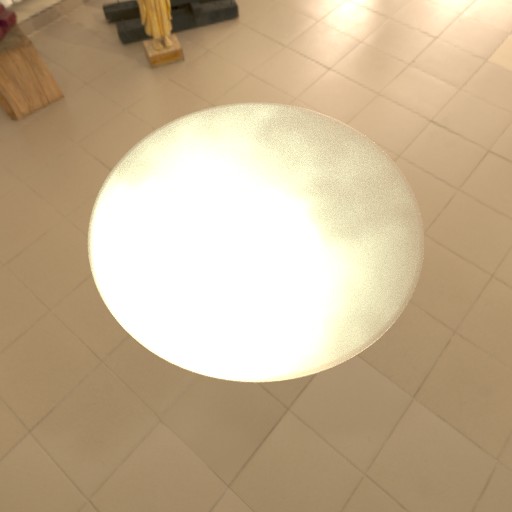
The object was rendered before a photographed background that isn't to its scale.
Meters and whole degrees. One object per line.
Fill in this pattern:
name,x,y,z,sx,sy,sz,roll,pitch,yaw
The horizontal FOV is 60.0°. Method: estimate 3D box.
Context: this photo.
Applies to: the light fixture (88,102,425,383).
light fixture,0.000,0.000,0.432,0.280,0.135,0.280,0,60,0
